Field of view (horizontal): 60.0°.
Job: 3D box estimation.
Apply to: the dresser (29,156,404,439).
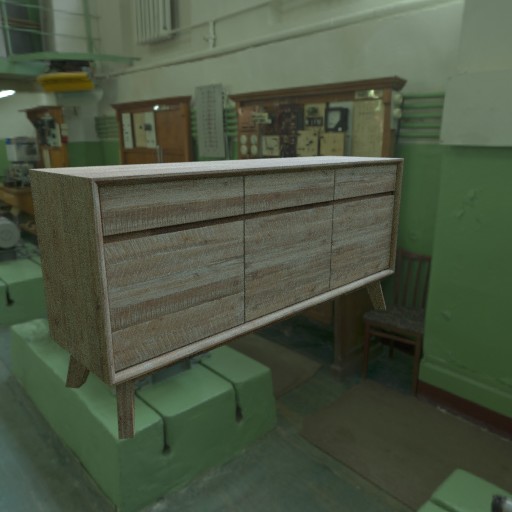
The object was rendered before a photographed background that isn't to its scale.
[{"bbox_3d":[0.000,0.000,1.912,1.602,0.788,0.455,-14,20,-42],"label":"dresser"}]
